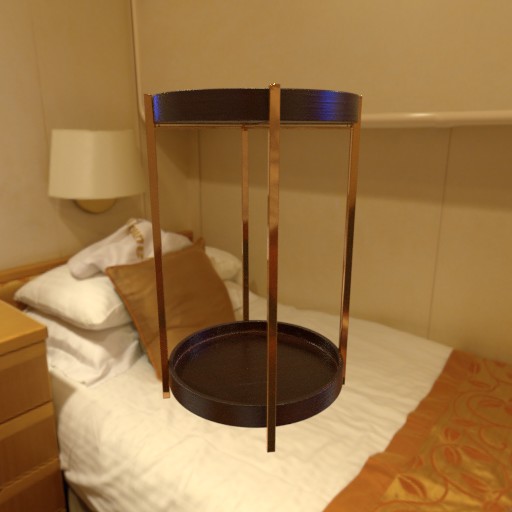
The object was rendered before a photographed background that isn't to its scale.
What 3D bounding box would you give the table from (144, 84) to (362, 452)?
[{"bbox_3d":[0.000,0.000,0.892,0.400,0.610,0.400,-2,16,-7],"label":"table"}]
